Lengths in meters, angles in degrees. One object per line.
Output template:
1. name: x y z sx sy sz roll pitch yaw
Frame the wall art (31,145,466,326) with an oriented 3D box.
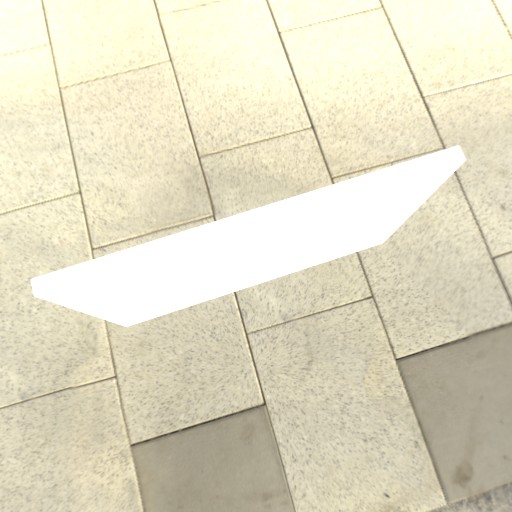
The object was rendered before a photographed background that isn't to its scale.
1. wall art: 0.000 0.000 1.718 1.308 0.902 0.051 -18 76 -4
